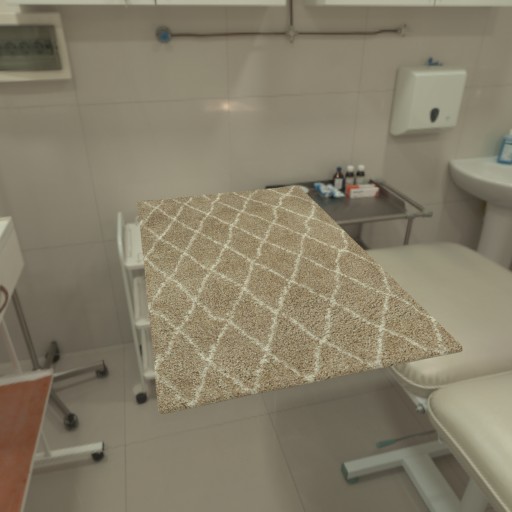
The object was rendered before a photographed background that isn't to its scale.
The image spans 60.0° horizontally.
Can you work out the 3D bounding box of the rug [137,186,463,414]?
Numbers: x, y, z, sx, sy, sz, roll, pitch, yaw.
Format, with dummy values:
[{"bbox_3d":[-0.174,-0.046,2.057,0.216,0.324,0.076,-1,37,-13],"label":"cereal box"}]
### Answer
[{"bbox_3d":[0.000,0.000,3.090,1.524,0.030,2.438,-8,30,-13],"label":"rug"}]
